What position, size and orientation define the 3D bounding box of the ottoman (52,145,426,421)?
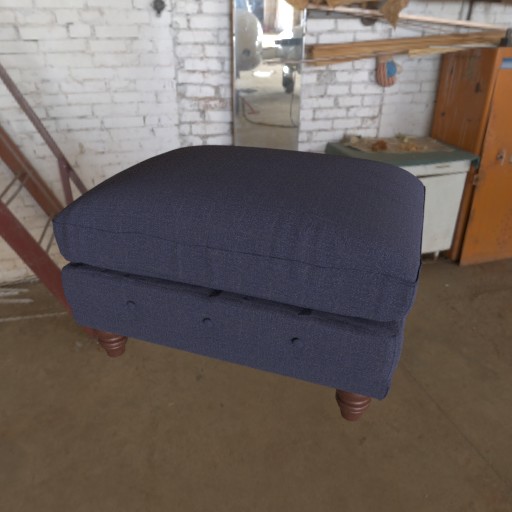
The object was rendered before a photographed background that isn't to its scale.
[{"bbox_3d":[0.000,0.000,1.132,0.767,0.486,0.558,10,29,18],"label":"ottoman"}]
